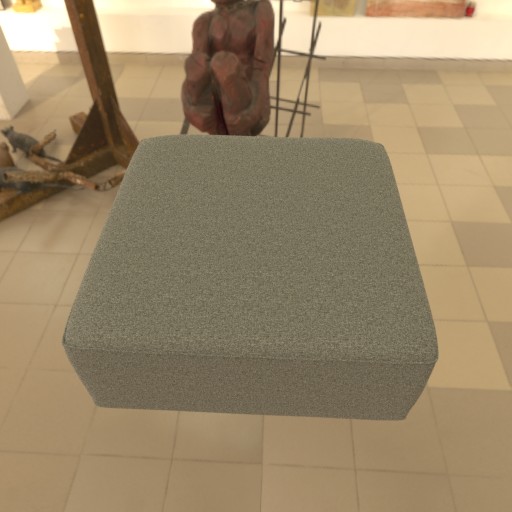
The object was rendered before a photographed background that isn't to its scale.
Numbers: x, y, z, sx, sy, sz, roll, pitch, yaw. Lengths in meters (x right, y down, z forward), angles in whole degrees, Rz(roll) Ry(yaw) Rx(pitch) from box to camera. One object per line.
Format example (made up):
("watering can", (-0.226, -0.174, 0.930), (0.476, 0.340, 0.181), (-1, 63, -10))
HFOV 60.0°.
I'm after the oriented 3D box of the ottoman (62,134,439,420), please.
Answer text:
("ottoman", (0.000, 0.000, 1.602), (1.005, 0.464, 1.015), (2, 47, 2))
